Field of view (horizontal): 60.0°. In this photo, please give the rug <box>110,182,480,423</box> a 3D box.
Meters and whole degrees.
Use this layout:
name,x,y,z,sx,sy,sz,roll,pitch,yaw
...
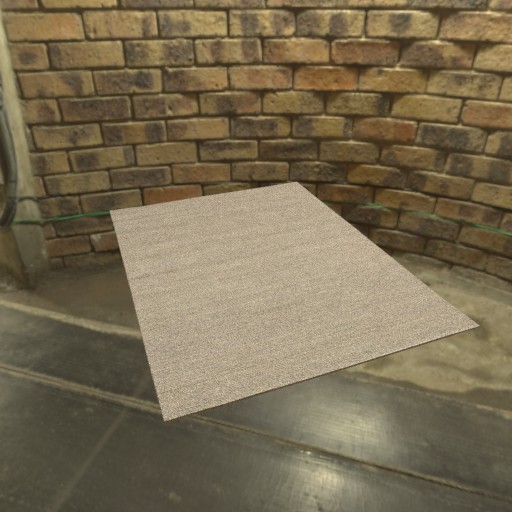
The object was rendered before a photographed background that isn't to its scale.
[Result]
name,x,y,z,sx,sy,sz,roll,pitch,yaw
rug,0.000,0.000,4.850,2.757,0.051,3.626,-11,33,-18
